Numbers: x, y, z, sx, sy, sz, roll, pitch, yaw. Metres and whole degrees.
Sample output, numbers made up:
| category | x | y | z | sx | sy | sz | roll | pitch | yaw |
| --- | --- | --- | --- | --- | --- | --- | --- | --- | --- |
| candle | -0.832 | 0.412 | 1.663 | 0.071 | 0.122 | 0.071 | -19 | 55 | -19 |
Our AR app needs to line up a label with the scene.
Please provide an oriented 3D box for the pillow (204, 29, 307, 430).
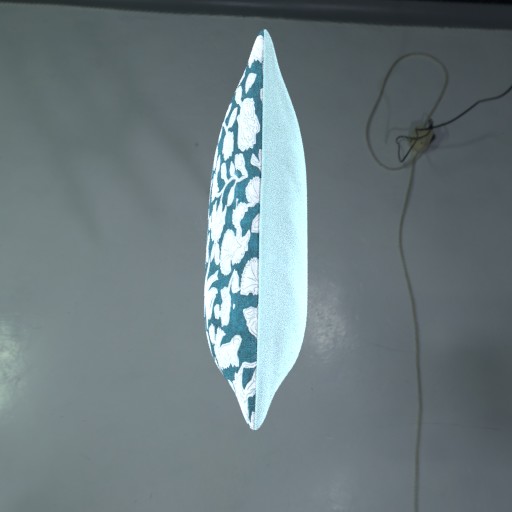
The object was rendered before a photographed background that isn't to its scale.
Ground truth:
| category | x | y | z | sx | sy | sz | roll | pitch | yaw |
| --- | --- | --- | --- | --- | --- | --- | --- | --- | --- |
| pillow | 0.000 | 0.000 | 0.791 | 0.166 | 0.508 | 0.525 | 1 | 75 | 0 |
